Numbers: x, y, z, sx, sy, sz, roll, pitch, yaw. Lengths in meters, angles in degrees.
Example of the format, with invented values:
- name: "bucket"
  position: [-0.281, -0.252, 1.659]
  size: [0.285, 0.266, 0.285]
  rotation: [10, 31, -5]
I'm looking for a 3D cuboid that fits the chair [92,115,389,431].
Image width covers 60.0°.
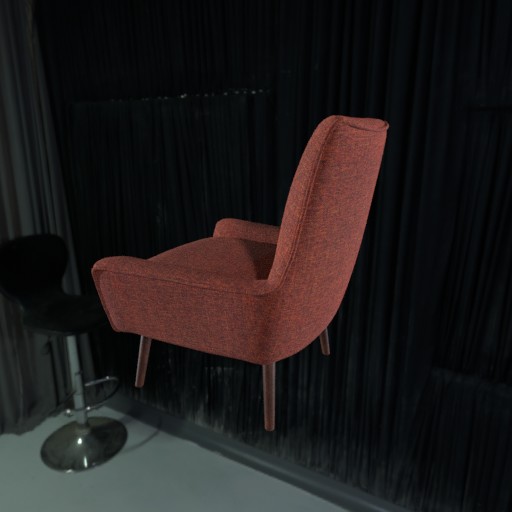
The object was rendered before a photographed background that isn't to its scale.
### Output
- name: "chair"
  position: [0.000, 0.000, 1.535]
  size: [0.784, 0.911, 0.803]
  rotation: [8, 18, 26]
